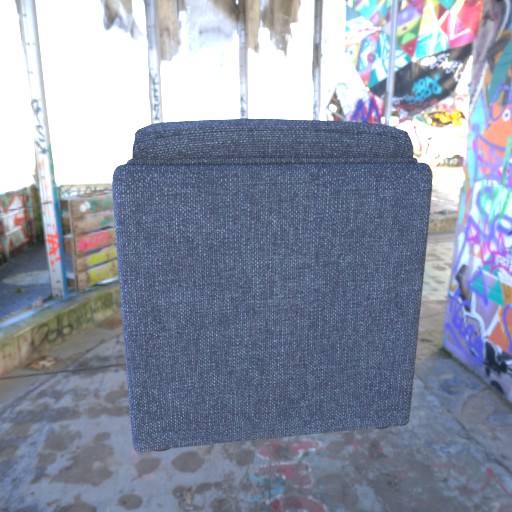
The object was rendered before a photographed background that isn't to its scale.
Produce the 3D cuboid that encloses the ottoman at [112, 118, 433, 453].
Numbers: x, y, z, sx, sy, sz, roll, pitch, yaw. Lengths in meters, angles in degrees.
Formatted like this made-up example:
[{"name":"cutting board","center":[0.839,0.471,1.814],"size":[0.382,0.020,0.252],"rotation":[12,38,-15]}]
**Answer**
[{"name":"ottoman","center":[0.000,0.000,0.836],"size":[0.436,0.493,0.454],"rotation":[-2,15,-8]}]
